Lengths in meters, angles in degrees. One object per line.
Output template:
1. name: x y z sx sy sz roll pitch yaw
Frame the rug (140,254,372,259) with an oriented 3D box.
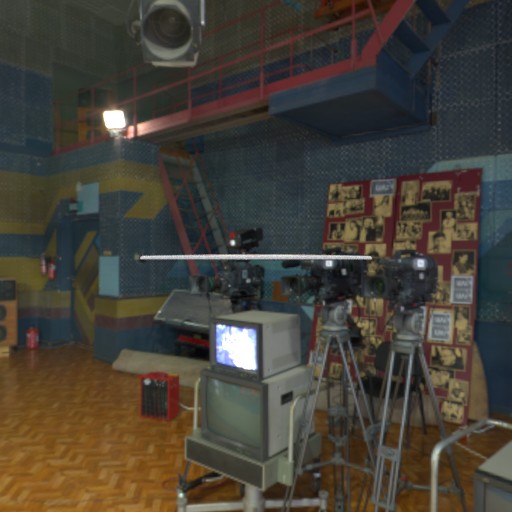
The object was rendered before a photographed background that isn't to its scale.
1. rug: 0.000 0.000 1.972 0.562 0.009 1.824 0 0 0
